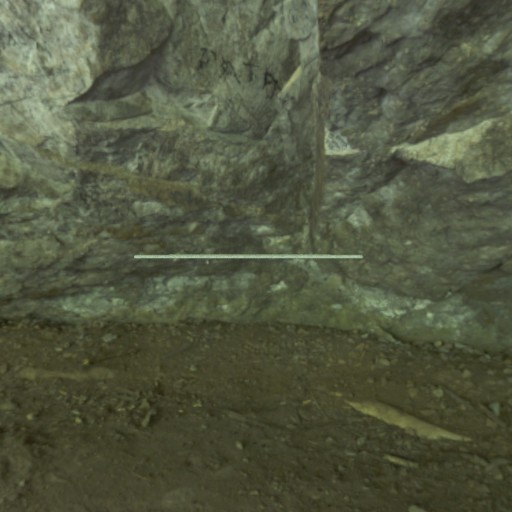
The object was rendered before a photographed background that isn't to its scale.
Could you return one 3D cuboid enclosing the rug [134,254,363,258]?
[{"bbox_3d":[0.000,0.000,2.673,0.759,0.012,2.430,0,0,1],"label":"rug"}]
